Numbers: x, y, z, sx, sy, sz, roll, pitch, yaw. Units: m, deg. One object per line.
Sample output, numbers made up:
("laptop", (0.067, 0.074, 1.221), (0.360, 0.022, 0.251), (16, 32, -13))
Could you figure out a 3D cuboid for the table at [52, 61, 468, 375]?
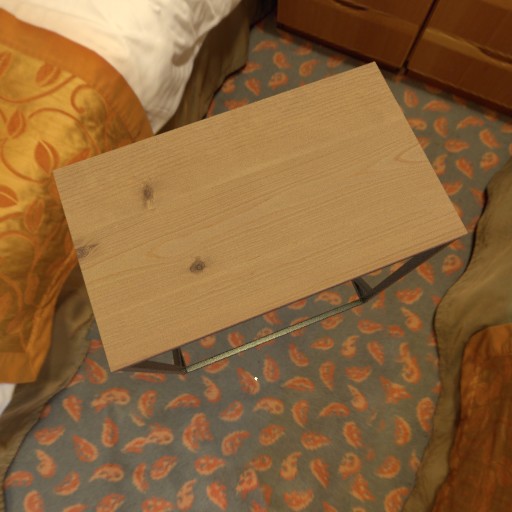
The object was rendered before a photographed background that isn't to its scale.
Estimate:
("table", (0.000, 0.000, 1.052), (0.597, 0.673, 0.351), (-21, 76, -6))
